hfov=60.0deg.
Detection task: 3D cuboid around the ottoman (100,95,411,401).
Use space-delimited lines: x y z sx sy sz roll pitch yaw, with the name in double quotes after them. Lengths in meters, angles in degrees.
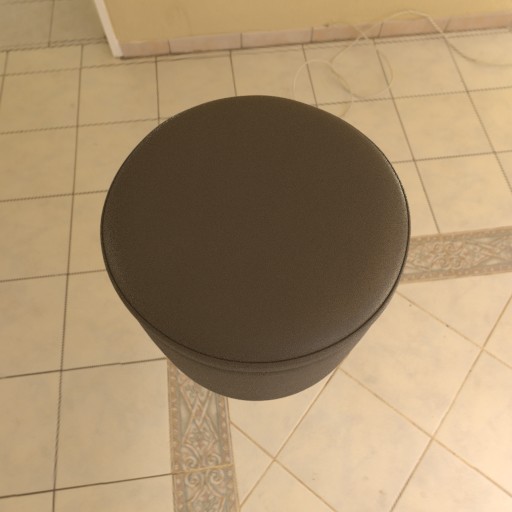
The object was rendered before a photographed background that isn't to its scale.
0.000 0.000 0.864 0.500 0.409 0.500 0 65 0 "ottoman"
